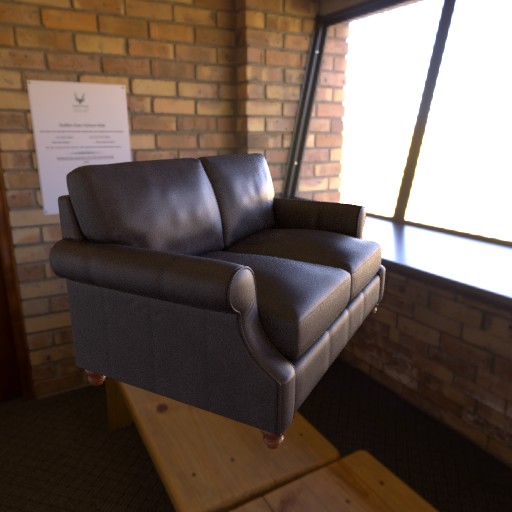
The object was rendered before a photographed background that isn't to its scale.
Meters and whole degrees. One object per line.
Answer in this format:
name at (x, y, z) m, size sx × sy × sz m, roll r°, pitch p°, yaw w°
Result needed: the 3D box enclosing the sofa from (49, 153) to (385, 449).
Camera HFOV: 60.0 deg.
sofa at (0.000, 0.000, 2.282) m, size 1.030 × 0.979 × 1.663 m, roll 8°, pitch 17°, yaw 27°
